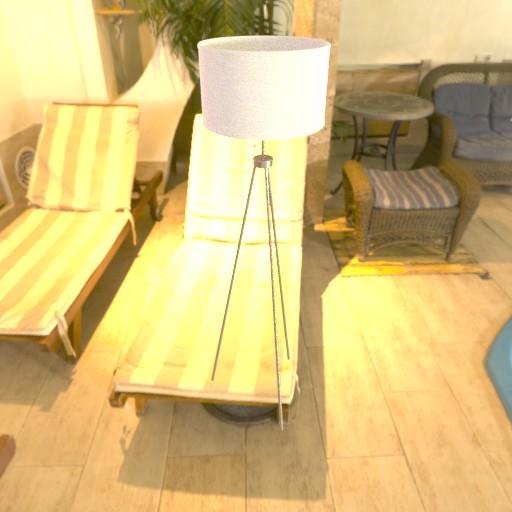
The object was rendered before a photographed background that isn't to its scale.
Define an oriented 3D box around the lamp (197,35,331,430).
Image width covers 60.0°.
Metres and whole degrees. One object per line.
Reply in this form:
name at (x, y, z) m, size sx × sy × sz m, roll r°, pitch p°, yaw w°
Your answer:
lamp at (0.000, 0.000, 1.771) m, size 0.458 × 1.545 × 0.448 m, roll 2°, pitch 32°, yaw 3°
